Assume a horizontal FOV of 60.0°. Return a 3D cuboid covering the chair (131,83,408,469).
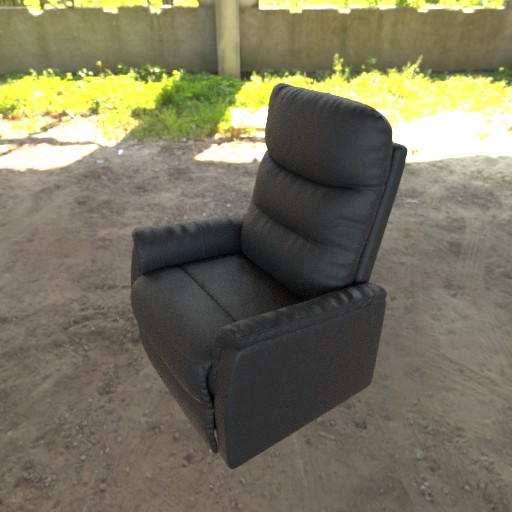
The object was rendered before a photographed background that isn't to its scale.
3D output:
[{"bbox_3d":[0.000,0.000,1.618,0.831,1.082,0.775,-19,36,-29],"label":"chair"}]
